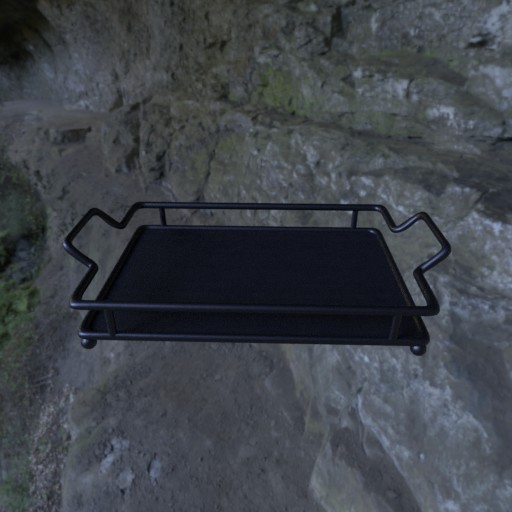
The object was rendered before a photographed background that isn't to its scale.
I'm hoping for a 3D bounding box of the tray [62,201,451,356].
[{"bbox_3d":[0.000,0.000,0.628,0.495,0.101,0.297,1,30,1],"label":"tray"}]
